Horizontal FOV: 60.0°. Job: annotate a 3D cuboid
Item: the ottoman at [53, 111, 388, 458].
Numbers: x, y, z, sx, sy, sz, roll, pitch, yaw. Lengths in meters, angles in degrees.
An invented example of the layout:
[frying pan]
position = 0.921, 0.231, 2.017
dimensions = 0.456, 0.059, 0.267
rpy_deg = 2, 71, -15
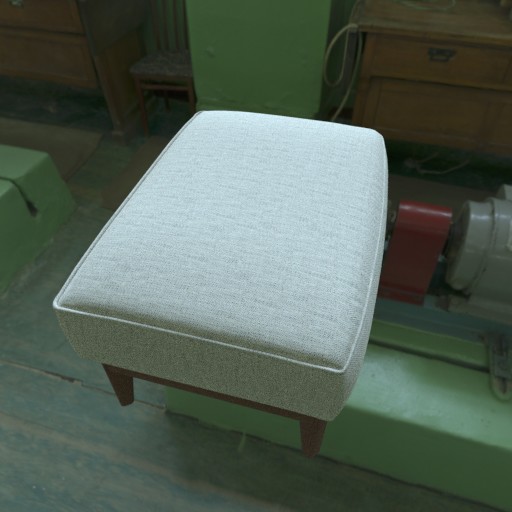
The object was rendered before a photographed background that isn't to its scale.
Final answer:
[ottoman]
position = 0.000, 0.000, 1.133
dimensions = 0.594, 0.465, 0.794
rpy_deg = 11, 46, 11
